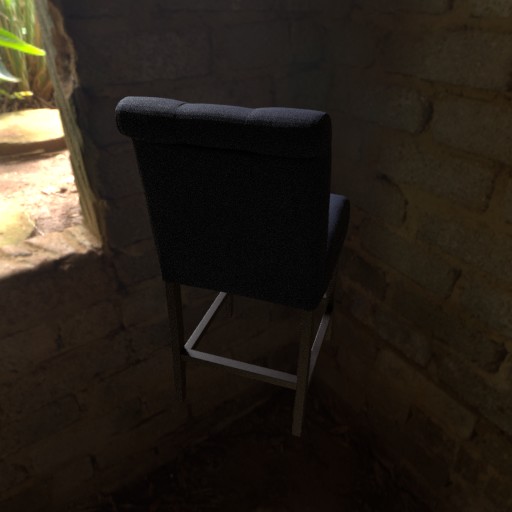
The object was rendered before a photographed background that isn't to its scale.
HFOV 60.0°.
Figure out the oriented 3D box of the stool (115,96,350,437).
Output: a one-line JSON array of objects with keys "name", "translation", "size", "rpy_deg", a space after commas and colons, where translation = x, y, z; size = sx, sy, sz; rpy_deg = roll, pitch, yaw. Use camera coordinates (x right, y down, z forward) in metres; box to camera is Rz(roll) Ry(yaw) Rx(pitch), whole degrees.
[{"name": "stool", "translation": [0.000, 0.000, 1.363], "size": [0.493, 1.010, 0.601], "rpy_deg": [10, 33, 16]}]
